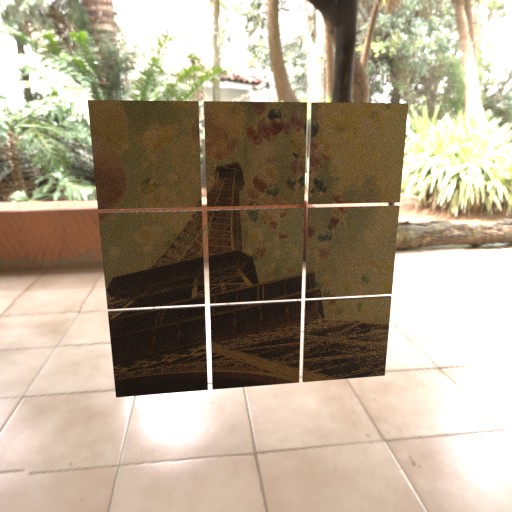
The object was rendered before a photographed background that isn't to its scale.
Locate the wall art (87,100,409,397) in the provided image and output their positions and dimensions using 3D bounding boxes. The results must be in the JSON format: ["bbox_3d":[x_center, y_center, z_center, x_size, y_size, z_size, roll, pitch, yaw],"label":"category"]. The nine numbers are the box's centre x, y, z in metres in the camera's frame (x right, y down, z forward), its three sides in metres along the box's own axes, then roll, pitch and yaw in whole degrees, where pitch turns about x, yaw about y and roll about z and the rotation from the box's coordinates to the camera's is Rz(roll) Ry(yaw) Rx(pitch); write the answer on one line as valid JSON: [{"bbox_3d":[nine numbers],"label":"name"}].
[{"bbox_3d":[0.000,0.000,1.892,1.256,1.246,0.017,-2,16,-8],"label":"wall art"}]
